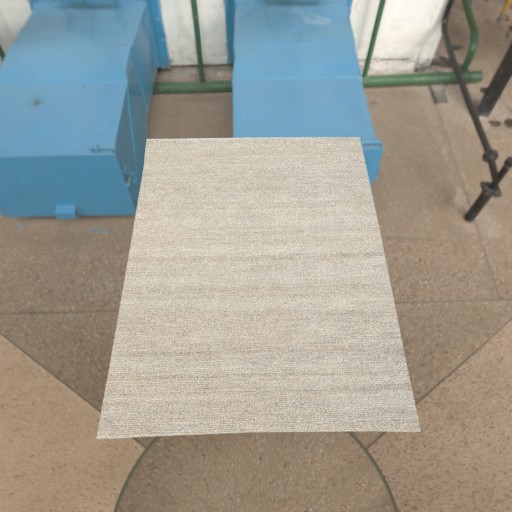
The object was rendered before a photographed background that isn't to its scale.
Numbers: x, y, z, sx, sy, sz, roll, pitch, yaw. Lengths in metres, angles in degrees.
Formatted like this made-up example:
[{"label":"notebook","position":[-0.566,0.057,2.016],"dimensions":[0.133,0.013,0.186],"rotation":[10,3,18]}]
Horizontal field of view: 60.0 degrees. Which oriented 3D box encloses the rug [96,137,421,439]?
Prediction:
[{"label":"rug","position":[0.000,0.000,4.726],"dimensions":[2.757,0.051,3.626],"rotation":[-1,57,0]}]
